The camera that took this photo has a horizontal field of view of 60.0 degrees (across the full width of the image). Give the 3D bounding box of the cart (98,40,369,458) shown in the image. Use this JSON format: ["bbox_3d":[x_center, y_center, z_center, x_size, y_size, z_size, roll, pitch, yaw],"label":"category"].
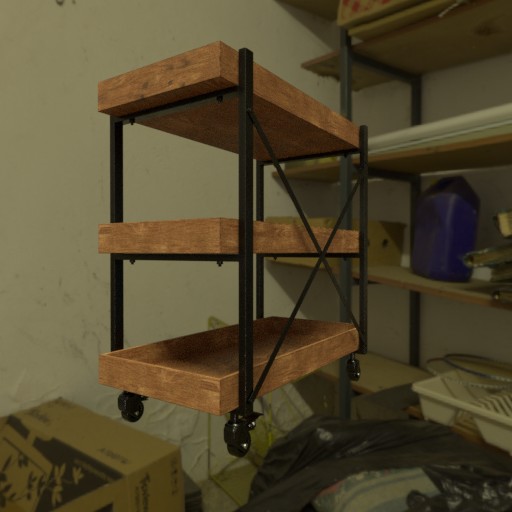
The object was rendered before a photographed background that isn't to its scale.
[{"bbox_3d":[0.000,0.000,1.225,0.411,0.800,0.750,0,1,34],"label":"cart"}]
